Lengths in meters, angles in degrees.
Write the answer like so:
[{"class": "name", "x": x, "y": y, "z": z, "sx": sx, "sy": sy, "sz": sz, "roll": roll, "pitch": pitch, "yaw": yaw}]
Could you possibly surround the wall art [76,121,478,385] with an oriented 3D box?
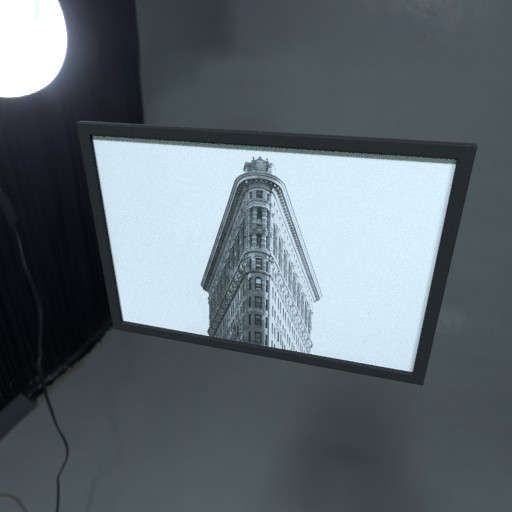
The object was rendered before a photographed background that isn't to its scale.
[{"class": "wall art", "x": 0.000, "y": 0.000, "z": 1.198, "sx": 0.964, "sy": 0.659, "sz": 0.049, "roll": 8, "pitch": 28, "yaw": 15}]
